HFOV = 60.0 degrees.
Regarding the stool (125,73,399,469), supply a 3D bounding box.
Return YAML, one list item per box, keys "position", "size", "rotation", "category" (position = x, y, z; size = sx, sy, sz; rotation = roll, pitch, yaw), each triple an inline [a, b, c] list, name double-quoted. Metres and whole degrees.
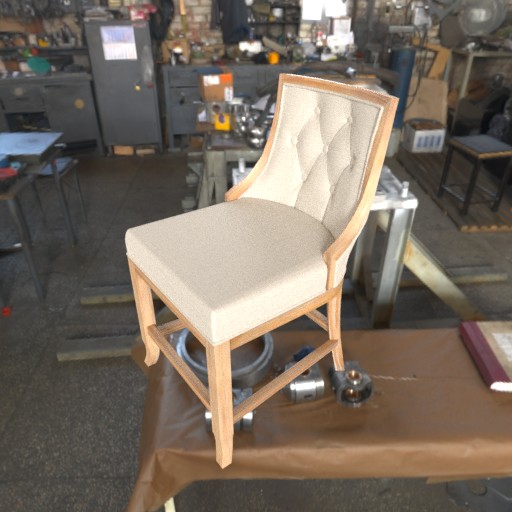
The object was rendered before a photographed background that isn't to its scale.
- position: [0.000, 0.000, 1.351]
  size: [0.626, 0.938, 0.524]
  rotation: [-21, 37, -30]
  category: "stool"
